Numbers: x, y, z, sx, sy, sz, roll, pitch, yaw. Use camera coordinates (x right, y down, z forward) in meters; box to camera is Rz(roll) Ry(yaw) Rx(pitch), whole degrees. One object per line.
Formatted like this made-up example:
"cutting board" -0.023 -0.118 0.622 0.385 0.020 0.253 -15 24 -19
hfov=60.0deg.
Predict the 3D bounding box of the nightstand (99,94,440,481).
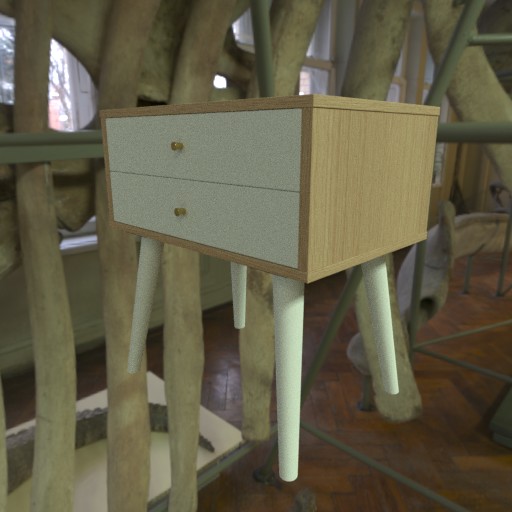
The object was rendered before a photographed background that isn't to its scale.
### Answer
"nightstand" 0.000 0.000 0.965 0.571 0.610 0.407 14 21 42
